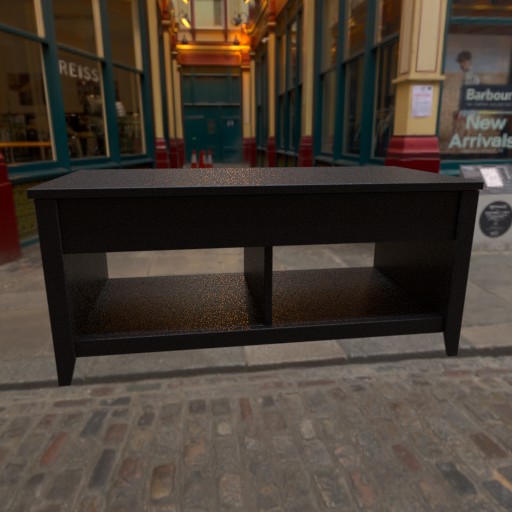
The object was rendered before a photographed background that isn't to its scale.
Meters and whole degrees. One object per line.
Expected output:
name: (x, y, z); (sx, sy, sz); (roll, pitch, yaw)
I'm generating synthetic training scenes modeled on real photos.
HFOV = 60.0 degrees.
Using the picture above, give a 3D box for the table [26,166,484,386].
table: (0.000, 0.000, 1.262); (1.016, 0.457, 0.483); (-2, 16, -8)
